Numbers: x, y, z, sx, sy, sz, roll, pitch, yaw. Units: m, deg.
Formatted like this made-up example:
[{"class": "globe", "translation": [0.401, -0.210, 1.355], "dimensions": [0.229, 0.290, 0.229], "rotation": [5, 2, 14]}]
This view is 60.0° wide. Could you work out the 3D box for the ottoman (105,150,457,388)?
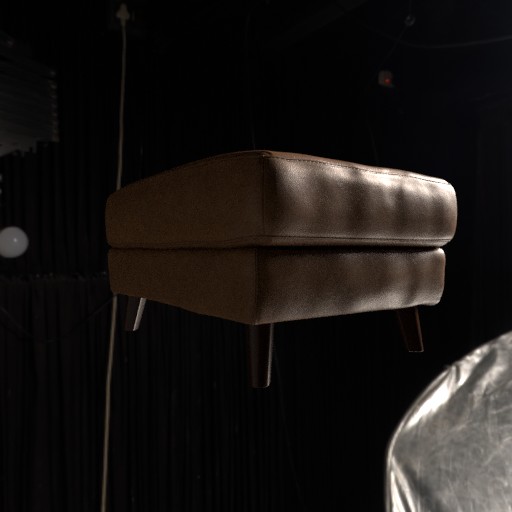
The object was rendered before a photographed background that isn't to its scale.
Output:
[{"class": "ottoman", "translation": [0.000, 0.000, 1.225], "dimensions": [0.630, 0.461, 0.869], "rotation": [-1, 1, -36]}]
